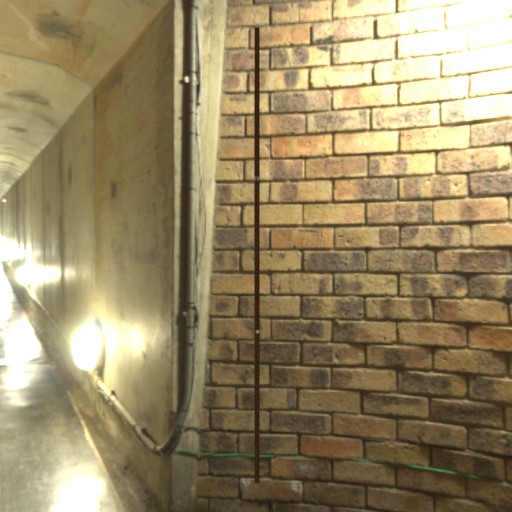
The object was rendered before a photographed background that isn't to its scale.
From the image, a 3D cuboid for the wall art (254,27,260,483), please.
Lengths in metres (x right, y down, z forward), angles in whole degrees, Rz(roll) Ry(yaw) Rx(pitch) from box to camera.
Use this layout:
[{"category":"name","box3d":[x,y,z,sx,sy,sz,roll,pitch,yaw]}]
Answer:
[{"category":"wall art","box3d":[0.000,0.000,1.351,0.010,0.917,0.919,0,0,0]}]
